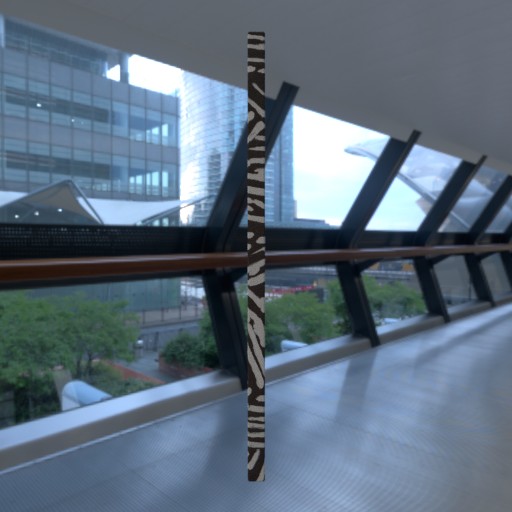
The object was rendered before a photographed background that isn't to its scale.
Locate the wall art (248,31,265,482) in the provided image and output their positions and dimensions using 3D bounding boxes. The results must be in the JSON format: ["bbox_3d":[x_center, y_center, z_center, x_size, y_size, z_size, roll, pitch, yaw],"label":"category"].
[{"bbox_3d":[0.000,0.000,1.208,0.035,0.918,0.615,0,1,0],"label":"wall art"}]
